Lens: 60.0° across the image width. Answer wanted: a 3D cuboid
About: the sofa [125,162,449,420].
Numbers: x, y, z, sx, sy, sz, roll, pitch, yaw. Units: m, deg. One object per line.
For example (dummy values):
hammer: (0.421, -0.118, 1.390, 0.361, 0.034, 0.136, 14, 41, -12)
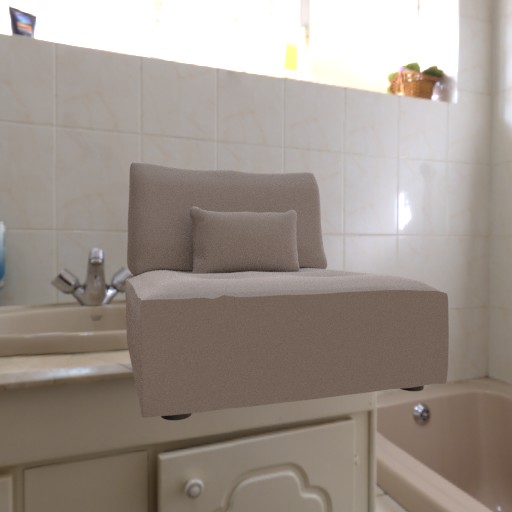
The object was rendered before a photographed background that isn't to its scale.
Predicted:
sofa: (0.000, 0.000, 1.699, 0.935, 0.828, 1.000, 0, 1, -18)
